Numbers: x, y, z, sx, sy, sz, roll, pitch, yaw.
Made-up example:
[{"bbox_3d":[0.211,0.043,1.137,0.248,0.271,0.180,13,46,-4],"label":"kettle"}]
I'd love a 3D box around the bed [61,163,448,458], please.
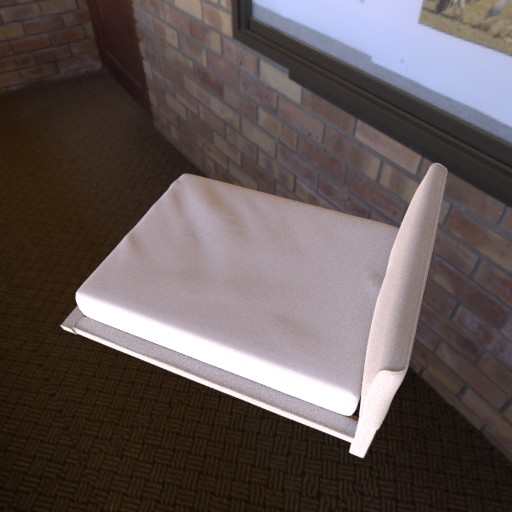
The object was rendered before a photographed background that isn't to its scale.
[{"bbox_3d":[0.000,0.000,3.523,2.498,1.126,1.980,17,48,16],"label":"bed"}]
